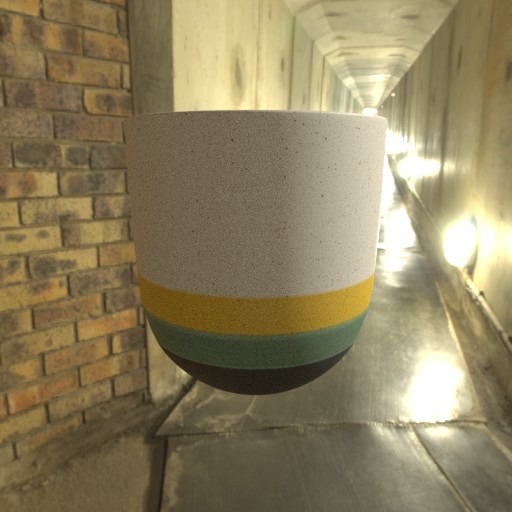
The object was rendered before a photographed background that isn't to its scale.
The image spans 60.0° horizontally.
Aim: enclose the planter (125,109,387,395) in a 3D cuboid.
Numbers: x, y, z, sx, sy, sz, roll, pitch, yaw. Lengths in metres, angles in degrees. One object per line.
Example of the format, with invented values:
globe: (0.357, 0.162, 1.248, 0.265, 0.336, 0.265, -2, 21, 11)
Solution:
planter: (0.000, 0.000, 0.366, 0.195, 0.214, 0.195, 0, 13, 0)
